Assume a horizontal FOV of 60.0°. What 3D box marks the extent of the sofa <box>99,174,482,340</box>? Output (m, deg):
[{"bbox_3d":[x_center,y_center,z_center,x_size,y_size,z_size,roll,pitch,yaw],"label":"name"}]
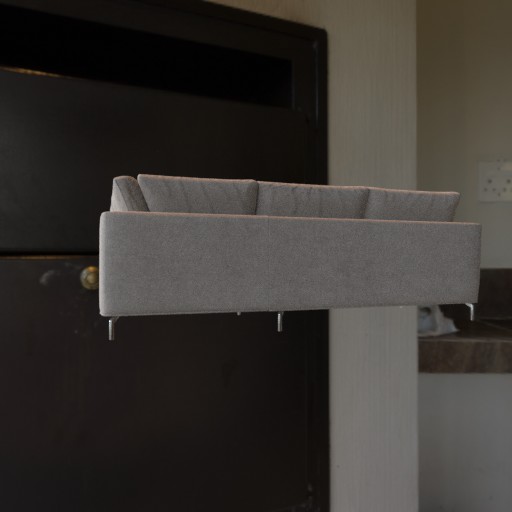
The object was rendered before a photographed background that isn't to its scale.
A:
[{"bbox_3d":[0.000,0.000,3.694,2.438,0.864,2.438,0,0,-19],"label":"sofa"}]
